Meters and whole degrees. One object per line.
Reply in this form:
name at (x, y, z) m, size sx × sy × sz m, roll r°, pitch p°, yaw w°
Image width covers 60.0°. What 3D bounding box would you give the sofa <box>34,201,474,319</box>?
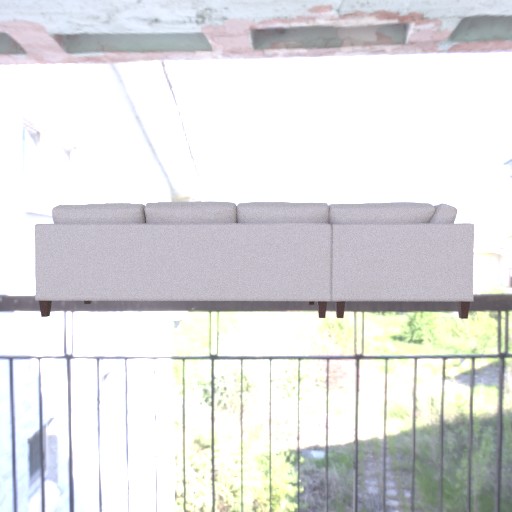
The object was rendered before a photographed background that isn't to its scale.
sofa at (0.000, 0.000, 4.380) m, size 3.182 × 0.863 × 2.432 m, roll 0°, pitch 1°, yaw 1°
